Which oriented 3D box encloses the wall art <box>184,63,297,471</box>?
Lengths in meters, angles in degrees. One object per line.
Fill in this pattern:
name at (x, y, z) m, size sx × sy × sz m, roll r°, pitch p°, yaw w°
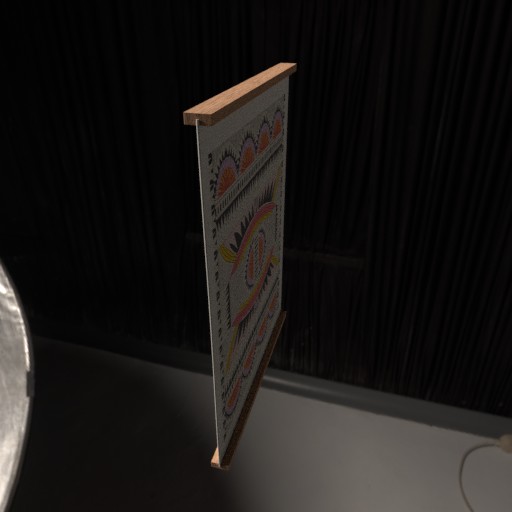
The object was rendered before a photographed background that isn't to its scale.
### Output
wall art at (0.000, 0.000, 0.711) m, size 0.028 × 0.527 × 0.403 m, roll 8°, pitch 31°, yaw 14°
